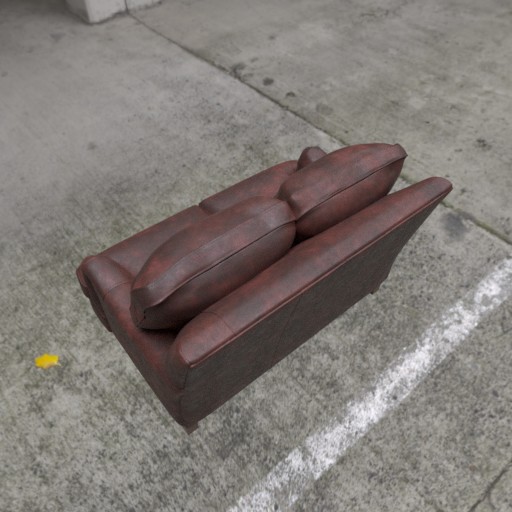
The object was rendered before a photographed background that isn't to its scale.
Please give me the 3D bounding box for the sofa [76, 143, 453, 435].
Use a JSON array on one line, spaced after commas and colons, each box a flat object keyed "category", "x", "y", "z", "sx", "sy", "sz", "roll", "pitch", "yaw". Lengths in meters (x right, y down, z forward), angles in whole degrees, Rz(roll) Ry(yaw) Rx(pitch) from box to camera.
[{"category": "sofa", "x": 0.000, "y": 0.000, "z": 2.386, "sx": 1.628, "sy": 1.070, "sz": 1.148, "roll": -31, "pitch": 54, "yaw": -26}]
